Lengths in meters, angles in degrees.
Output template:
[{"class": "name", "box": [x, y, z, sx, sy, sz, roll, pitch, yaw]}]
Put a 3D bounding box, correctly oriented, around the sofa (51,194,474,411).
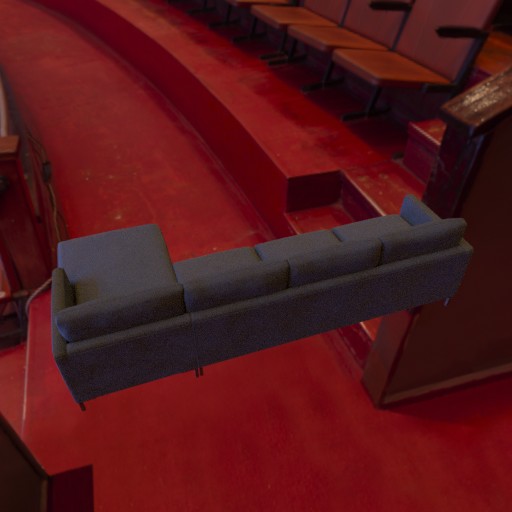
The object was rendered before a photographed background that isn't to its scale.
[{"class": "sofa", "box": [0.000, 0.000, 3.197, 2.725, 0.756, 1.255, -13, 42, -14]}]
